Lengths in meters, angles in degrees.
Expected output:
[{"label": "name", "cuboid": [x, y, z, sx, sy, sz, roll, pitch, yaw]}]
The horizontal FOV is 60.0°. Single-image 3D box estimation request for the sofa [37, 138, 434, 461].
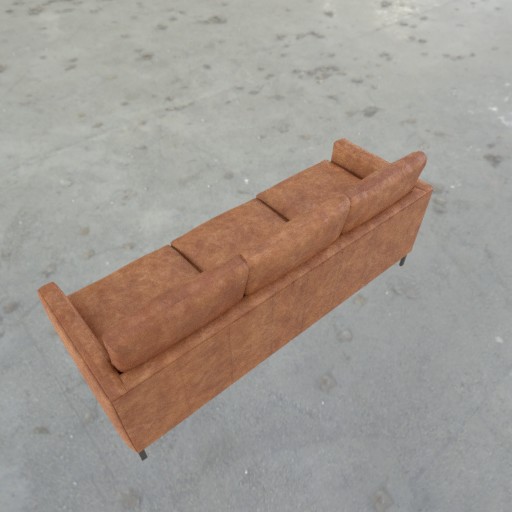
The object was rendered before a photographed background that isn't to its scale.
[{"label": "sofa", "cuboid": [0.000, 0.000, 2.365, 2.029, 0.863, 0.748, -31, 53, -27]}]
